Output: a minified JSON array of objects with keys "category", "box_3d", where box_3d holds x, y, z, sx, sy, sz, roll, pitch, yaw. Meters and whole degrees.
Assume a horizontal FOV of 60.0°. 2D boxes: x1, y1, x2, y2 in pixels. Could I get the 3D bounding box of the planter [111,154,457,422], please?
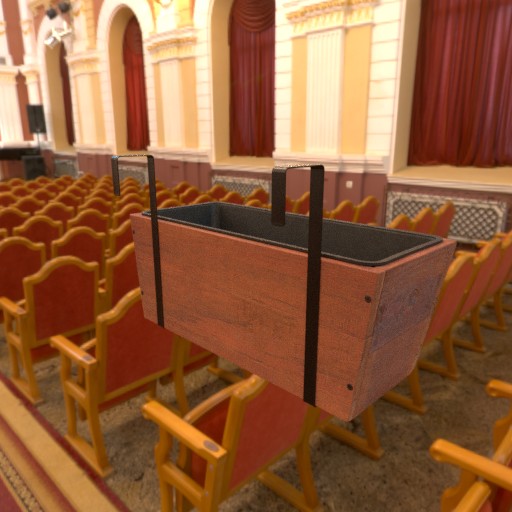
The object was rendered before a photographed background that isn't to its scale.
[{"category":"planter","box_3d":[0.000,0.000,0.660,0.480,0.289,0.262,15,21,43]}]
